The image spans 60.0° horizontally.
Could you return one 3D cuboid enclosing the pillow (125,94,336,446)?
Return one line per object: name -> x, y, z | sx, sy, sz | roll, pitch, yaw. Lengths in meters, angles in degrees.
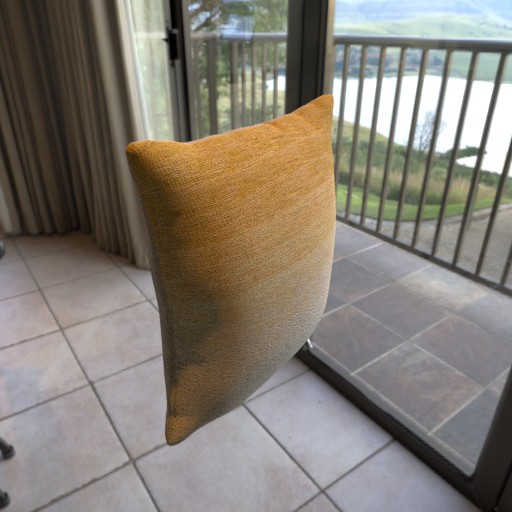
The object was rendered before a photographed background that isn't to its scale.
pillow -> 0.000, 0.000, 0.713 | 0.211, 0.450, 0.450 | 19, 33, 31
